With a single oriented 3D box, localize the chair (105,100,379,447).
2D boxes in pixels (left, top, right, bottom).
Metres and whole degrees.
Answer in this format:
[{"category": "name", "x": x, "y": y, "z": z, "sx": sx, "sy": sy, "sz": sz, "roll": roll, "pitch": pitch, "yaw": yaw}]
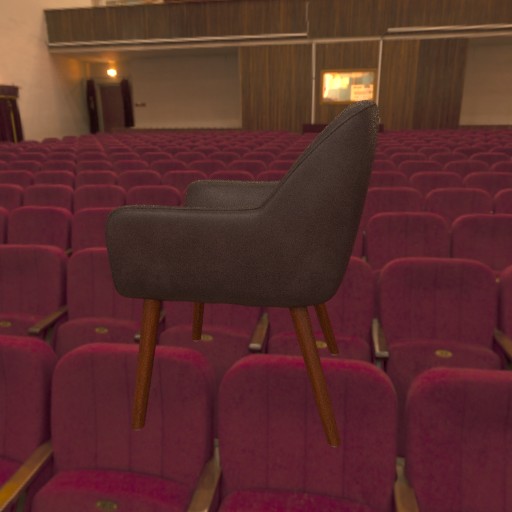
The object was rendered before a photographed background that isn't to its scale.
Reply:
[{"category": "chair", "x": 0.000, "y": 0.000, "z": 1.270, "sx": 0.610, "sy": 0.828, "sz": 0.610, "roll": 3, "pitch": 16, "yaw": 9}]
